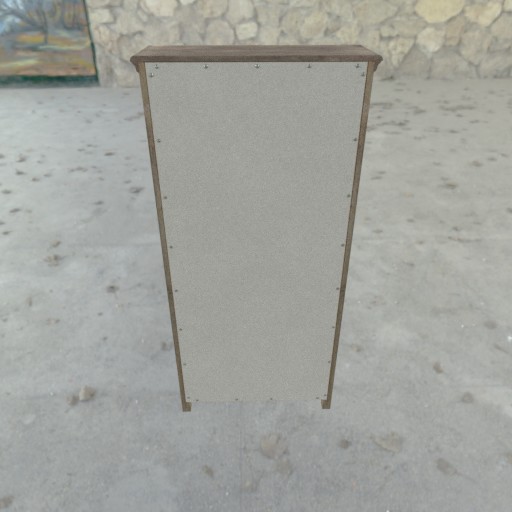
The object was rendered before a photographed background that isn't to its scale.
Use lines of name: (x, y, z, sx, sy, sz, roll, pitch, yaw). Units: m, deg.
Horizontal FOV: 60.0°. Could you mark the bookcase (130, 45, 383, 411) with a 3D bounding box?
bookcase: (0.000, 0.000, 2.212, 0.906, 1.880, 0.348, -1, 31, -1)
